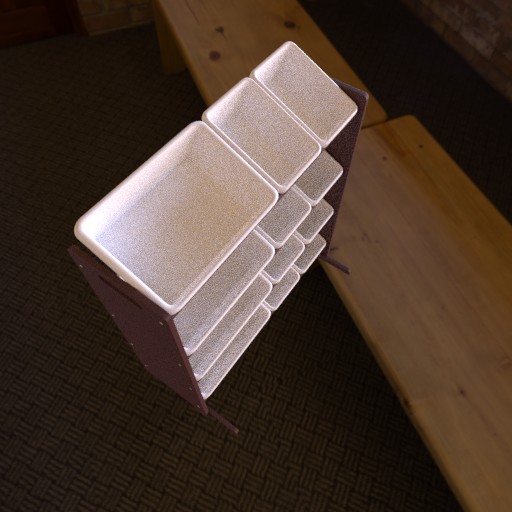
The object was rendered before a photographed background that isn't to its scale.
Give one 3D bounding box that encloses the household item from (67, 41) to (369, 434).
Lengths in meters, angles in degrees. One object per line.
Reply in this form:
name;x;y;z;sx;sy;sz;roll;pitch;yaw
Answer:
household item;0.000;0.000;1.308;0.389;0.864;0.787;32;63;18
